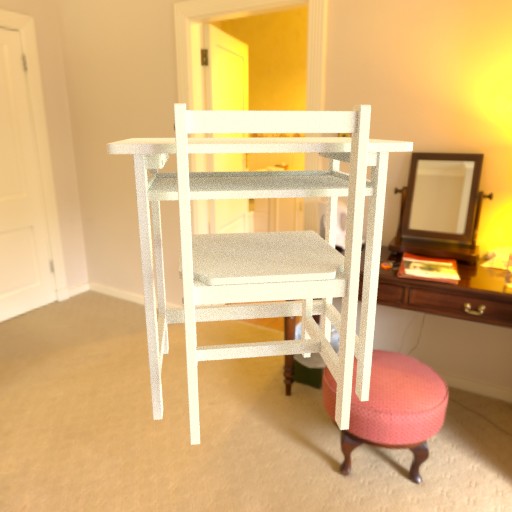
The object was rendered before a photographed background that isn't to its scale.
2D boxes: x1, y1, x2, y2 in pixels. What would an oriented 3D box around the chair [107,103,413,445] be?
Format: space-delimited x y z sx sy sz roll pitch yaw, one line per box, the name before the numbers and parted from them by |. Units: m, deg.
chair | 0.000 0.000 1.068 0.599 0.673 0.461 -2 16 -8
